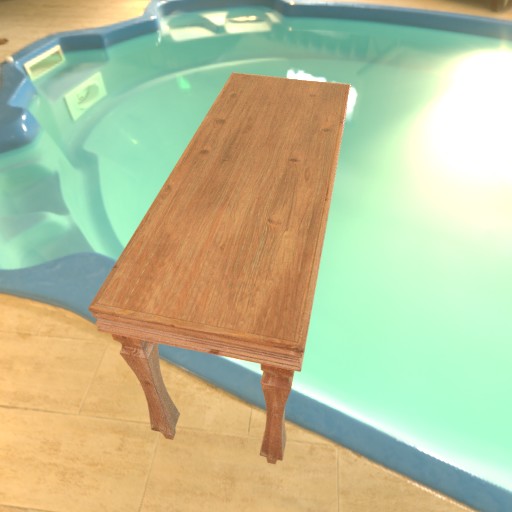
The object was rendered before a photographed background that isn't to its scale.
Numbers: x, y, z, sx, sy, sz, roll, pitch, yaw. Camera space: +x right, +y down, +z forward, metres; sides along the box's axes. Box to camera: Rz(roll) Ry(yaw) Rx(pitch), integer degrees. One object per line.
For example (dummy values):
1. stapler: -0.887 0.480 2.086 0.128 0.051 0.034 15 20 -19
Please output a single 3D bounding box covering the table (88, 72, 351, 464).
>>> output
1. table: 0.000 0.000 1.780 0.522 0.873 1.330 9 47 9
